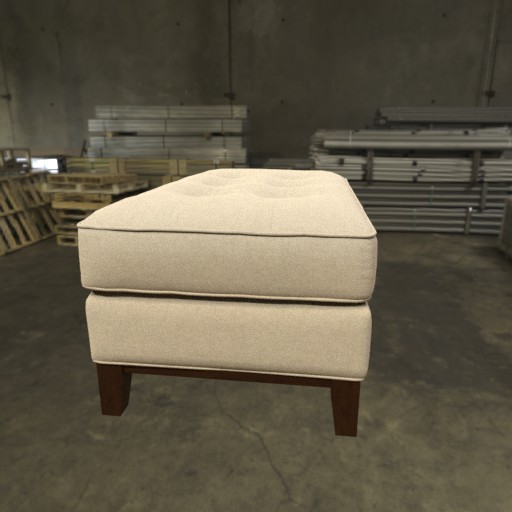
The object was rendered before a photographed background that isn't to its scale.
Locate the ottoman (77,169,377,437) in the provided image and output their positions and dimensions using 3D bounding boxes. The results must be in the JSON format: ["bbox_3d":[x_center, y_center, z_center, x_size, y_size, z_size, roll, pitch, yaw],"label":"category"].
[{"bbox_3d":[0.000,0.000,1.469,0.648,0.508,1.143,2,16,7],"label":"ottoman"}]
